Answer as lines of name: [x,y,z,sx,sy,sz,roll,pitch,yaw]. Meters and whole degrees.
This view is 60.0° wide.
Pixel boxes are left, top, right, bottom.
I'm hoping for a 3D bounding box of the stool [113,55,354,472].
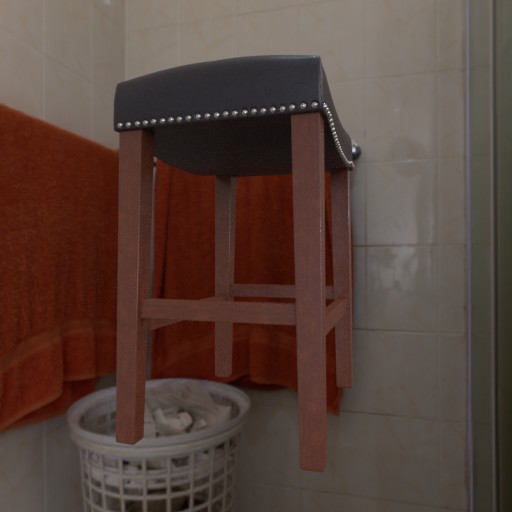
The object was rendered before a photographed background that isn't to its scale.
stool: [0.000,0.000,0.947,0.372,0.654,0.504,0,0,17]
